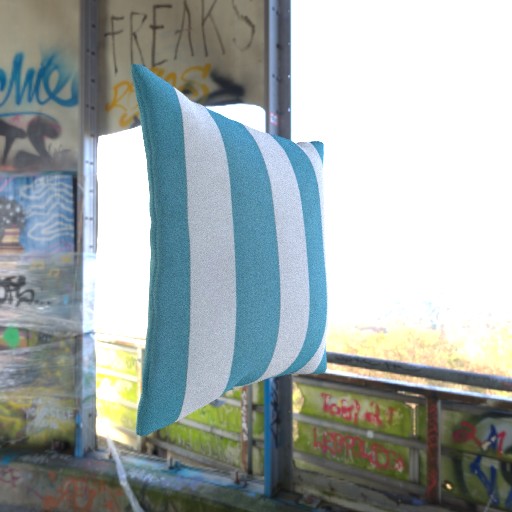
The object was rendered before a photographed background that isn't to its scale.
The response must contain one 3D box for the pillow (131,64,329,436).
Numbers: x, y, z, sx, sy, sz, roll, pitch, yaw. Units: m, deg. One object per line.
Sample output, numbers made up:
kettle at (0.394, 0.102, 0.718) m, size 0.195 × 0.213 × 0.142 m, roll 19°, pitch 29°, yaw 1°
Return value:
pillow at (0.000, 0.000, 0.810) m, size 0.189 × 0.526 × 0.536 m, roll -1°, pitch -1°, yaw 37°
